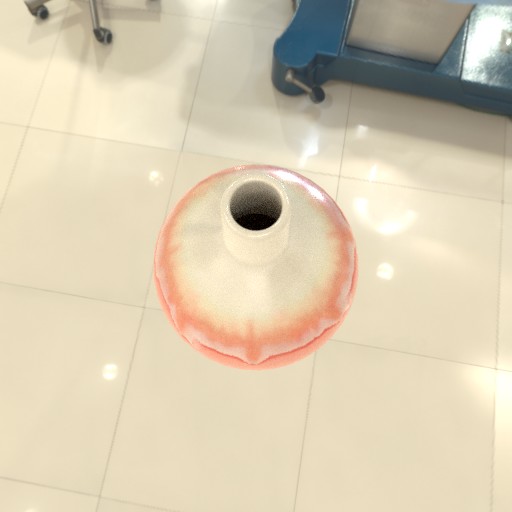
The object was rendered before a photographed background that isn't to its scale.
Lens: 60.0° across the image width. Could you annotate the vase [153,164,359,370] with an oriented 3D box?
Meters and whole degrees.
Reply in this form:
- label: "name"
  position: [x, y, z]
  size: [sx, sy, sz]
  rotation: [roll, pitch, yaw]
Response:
- label: "vase"
  position: [0.000, 0.000, 0.273]
  size: [0.137, 0.176, 0.137]
  rotation: [0, 76, 0]
